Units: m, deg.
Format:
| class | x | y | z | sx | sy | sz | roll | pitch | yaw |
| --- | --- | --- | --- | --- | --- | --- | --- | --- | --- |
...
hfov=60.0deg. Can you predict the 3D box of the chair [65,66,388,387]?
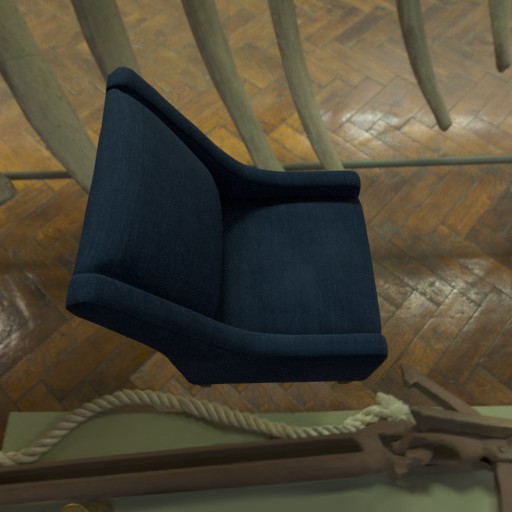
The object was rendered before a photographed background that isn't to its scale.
| class | x | y | z | sx | sy | sz | roll | pitch | yaw |
| --- | --- | --- | --- | --- | --- | --- | --- | --- | --- |
| chair | 0.000 | 0.000 | 1.568 | 0.870 | 1.014 | 0.774 | -1 | 63 | -1 |
